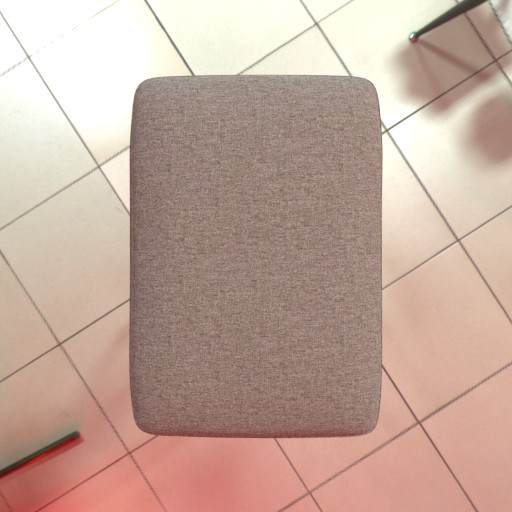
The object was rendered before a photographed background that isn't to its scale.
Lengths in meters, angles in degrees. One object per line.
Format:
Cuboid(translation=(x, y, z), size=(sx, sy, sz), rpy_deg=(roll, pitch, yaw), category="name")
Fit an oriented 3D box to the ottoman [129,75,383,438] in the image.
Cuboid(translation=(0.000, 0.000, 1.328), size=(0.694, 0.451, 0.977), rpy_deg=(0, 89, 0), category="ottoman")
